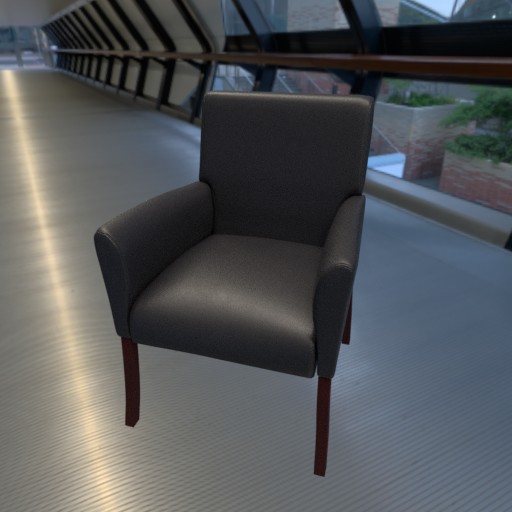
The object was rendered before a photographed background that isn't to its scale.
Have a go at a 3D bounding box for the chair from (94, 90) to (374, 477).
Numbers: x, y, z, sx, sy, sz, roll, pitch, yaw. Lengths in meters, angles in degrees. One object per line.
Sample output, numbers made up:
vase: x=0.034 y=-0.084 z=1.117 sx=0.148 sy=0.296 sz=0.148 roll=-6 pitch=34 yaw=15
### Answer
chair: x=0.000 y=0.000 z=1.471 sx=0.683 sy=0.951 sz=0.772 roll=8 pitch=27 yaw=15
